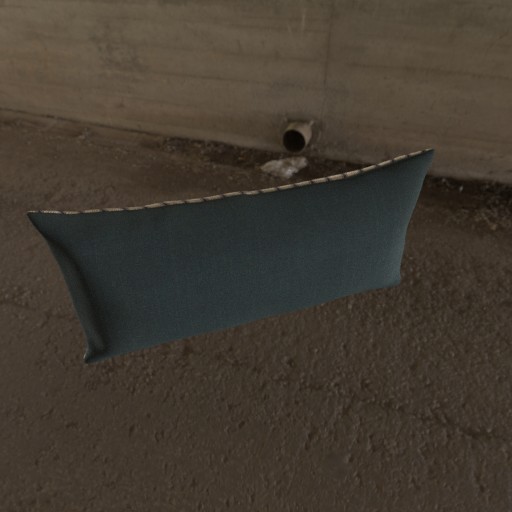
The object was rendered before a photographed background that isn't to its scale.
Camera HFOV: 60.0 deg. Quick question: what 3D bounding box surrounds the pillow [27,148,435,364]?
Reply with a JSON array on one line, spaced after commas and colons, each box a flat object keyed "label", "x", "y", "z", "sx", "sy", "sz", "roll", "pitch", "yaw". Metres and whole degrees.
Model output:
[{"label": "pillow", "x": 0.000, "y": 0.000, "z": 0.726, "sx": 0.609, "sy": 0.305, "sz": 0.151, "roll": -12, "pitch": 42, "yaw": -14}]
